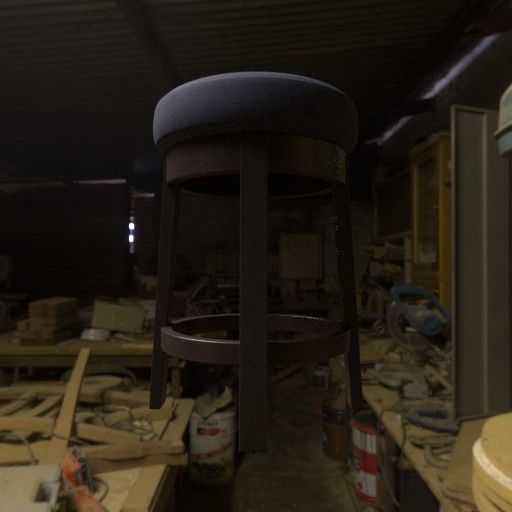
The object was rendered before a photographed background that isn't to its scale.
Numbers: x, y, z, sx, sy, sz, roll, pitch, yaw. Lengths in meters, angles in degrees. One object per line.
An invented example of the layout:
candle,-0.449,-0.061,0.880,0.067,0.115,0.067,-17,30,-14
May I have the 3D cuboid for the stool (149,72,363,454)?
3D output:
stool,0.000,0.000,0.950,0.449,0.655,0.449,0,0,0
